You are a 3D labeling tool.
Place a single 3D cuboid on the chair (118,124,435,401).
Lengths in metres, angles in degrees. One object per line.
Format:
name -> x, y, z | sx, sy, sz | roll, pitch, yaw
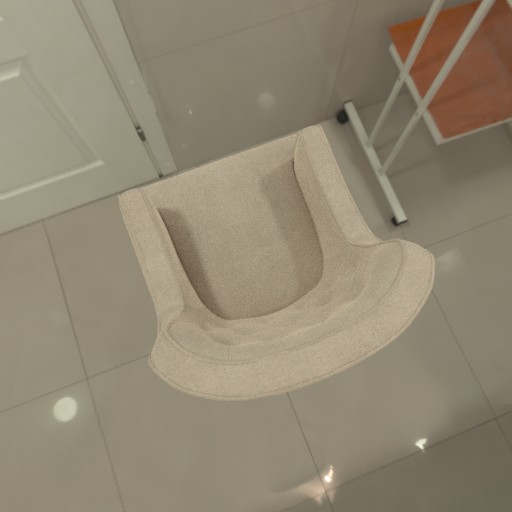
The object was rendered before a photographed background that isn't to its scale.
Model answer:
chair -> 0.000, 0.000, 1.590 | 0.781, 0.920, 0.910 | -21, 76, -6
